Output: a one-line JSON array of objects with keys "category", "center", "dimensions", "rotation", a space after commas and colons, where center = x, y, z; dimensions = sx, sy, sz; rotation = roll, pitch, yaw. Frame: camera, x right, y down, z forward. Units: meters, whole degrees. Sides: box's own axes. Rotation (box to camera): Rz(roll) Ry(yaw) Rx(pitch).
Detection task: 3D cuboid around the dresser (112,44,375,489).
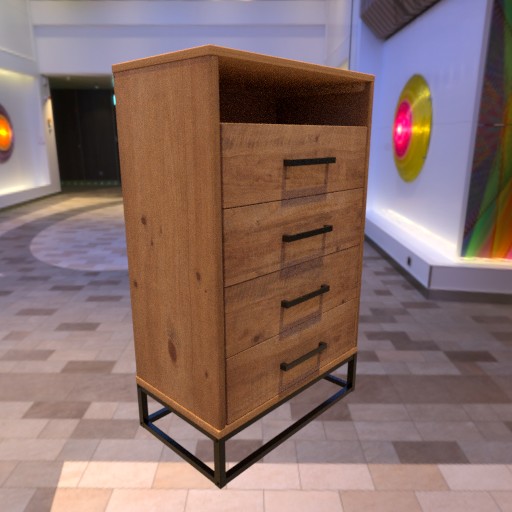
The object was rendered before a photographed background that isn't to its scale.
[{"category": "dresser", "center": [0.000, 0.000, 1.589], "dimensions": [0.479, 1.240, 0.761], "rotation": [14, 21, 42]}]
